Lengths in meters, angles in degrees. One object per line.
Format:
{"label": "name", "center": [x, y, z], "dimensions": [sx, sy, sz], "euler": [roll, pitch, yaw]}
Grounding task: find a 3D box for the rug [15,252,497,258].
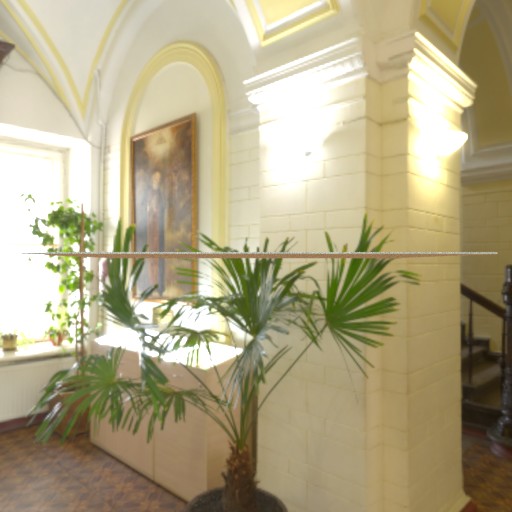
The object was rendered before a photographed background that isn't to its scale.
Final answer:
{"label": "rug", "center": [0.000, 0.000, 2.181], "dimensions": [1.752, 0.006, 1.142], "euler": [0, -1, -1]}
